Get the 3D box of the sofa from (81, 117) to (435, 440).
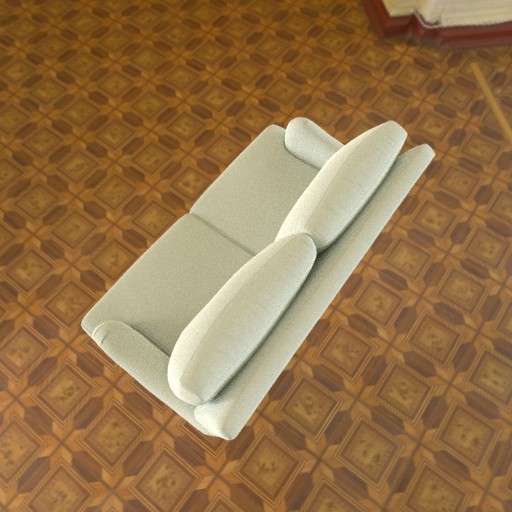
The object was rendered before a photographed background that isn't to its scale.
[{"bbox_3d":[0.000,0.000,2.559,1.084,1.101,1.853,33,67,16],"label":"sofa"}]
